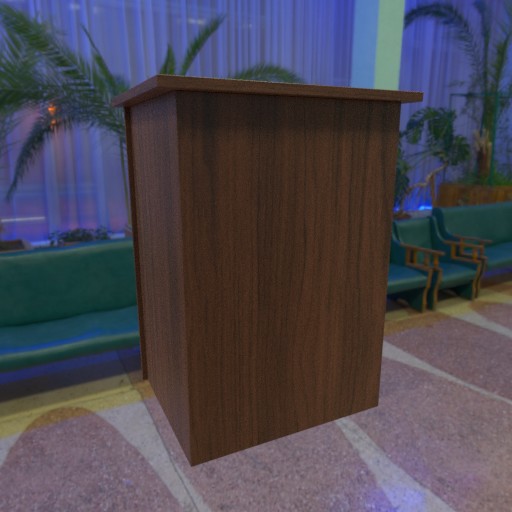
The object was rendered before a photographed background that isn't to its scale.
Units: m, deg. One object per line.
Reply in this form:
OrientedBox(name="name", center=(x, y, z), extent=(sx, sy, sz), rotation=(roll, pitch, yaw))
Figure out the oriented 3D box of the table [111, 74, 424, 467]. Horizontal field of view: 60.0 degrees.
OrientedBox(name="table", center=(0.000, 0.000, 0.931), extent=(0.480, 0.636, 0.381), rotation=(-7, 16, -25))
